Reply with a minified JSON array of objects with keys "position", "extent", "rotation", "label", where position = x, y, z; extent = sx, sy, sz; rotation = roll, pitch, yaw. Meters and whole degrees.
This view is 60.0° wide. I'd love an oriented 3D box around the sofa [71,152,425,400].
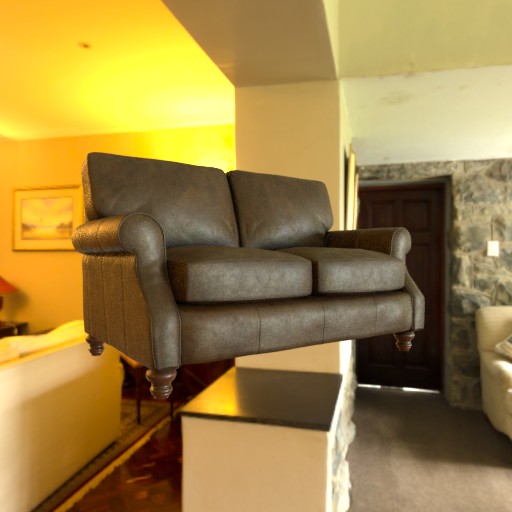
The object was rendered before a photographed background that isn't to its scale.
[{"position":[0.000,0.000,2.221],"extent":[1.616,0.976,0.990],"rotation":[0,0,-35],"label":"sofa"}]
